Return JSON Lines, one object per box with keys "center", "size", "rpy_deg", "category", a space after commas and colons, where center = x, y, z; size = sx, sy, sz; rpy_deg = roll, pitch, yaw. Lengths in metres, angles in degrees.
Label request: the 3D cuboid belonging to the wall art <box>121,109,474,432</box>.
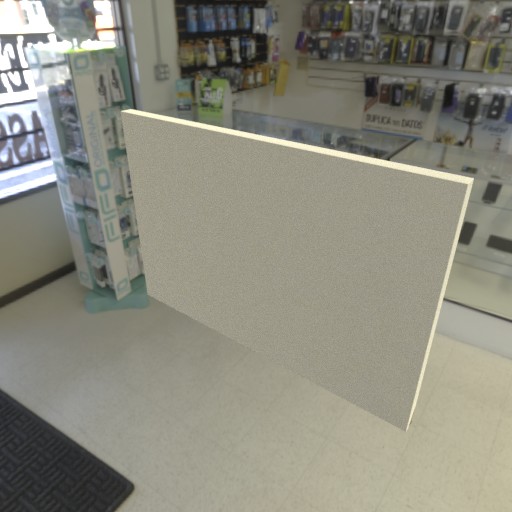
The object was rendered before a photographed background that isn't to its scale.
{"center": [0.000, 0.000, 1.118], "size": [0.898, 0.601, 0.038], "rpy_deg": [21, 36, 32], "category": "wall art"}
